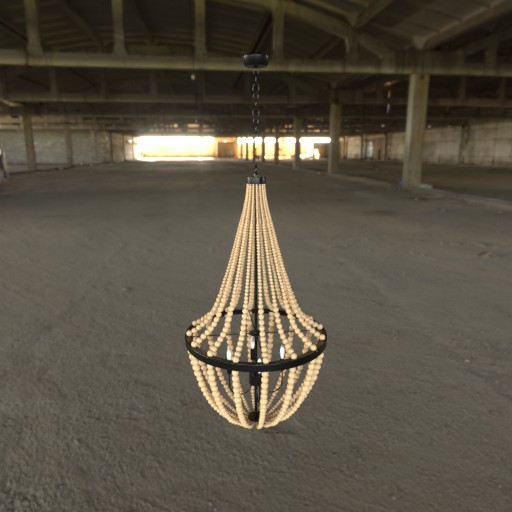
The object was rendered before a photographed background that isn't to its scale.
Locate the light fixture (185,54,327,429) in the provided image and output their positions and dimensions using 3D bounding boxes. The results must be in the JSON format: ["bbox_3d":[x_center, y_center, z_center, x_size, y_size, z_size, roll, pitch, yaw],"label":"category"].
[{"bbox_3d":[0.000,0.000,1.362,0.450,1.133,0.450,0,14,0],"label":"light fixture"}]
